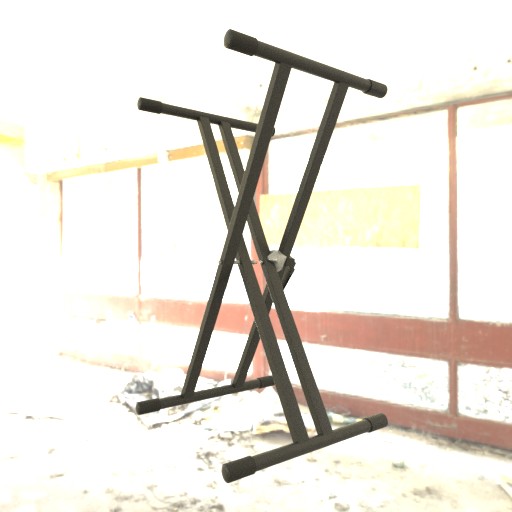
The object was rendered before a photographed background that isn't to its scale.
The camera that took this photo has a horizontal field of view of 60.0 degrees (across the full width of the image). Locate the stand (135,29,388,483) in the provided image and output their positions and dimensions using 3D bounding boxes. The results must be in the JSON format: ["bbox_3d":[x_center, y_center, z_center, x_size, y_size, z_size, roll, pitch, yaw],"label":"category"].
[{"bbox_3d":[0.000,0.000,1.210,0.495,0.900,0.503,0,0,-36],"label":"stand"}]
